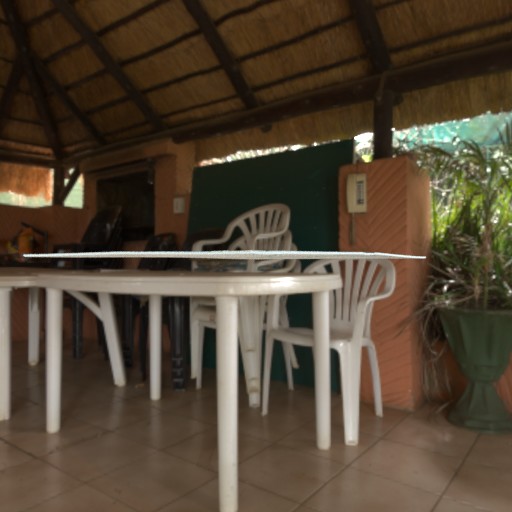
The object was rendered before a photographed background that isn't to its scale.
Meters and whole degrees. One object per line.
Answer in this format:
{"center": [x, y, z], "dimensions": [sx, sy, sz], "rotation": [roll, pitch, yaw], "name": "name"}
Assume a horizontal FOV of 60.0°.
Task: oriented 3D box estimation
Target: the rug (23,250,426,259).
{"center": [0.000, 0.000, 2.987], "dimensions": [1.613, 0.030, 2.306], "rotation": [-1, -1, 36], "name": "rug"}
